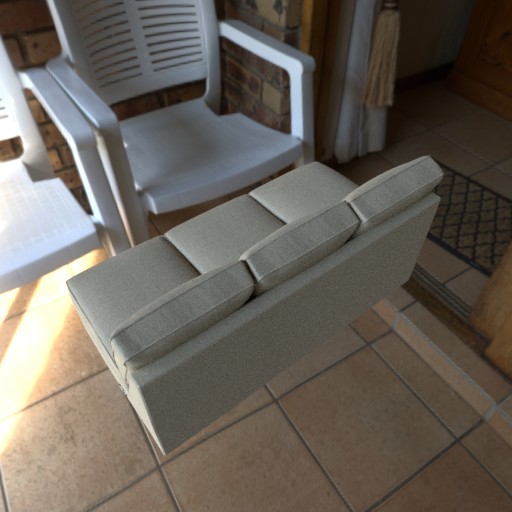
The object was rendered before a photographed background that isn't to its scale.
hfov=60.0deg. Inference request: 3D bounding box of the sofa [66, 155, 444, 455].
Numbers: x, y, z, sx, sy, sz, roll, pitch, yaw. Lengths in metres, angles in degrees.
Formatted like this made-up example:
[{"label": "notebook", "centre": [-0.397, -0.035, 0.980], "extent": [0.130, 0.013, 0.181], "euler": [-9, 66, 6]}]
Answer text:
[{"label": "sofa", "centre": [0.000, 0.000, 2.598], "extent": [1.962, 0.973, 1.027], "euler": [-29, 53, -25]}]
